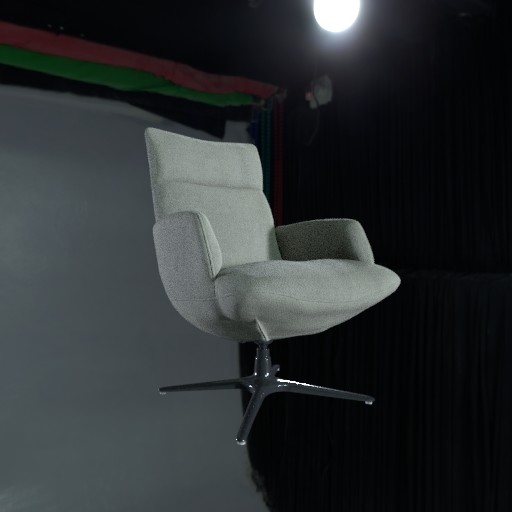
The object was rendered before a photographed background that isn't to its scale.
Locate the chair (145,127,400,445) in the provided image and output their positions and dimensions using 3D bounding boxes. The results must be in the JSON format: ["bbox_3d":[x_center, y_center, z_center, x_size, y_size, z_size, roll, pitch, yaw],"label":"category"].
[{"bbox_3d":[0.000,0.000,1.612,0.711,1.016,0.889,-1,1,-36],"label":"chair"}]
